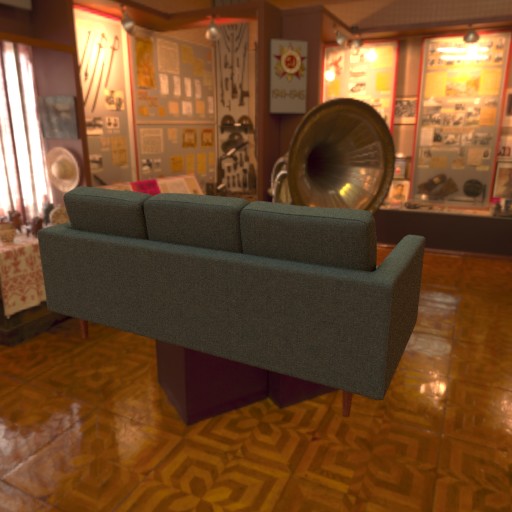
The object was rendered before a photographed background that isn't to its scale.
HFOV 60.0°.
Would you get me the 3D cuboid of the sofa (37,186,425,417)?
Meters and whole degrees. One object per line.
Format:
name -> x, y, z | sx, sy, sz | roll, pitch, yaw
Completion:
sofa -> 0.000, 0.000, 2.906 | 2.055, 0.957, 1.667 | 8, 18, 27
